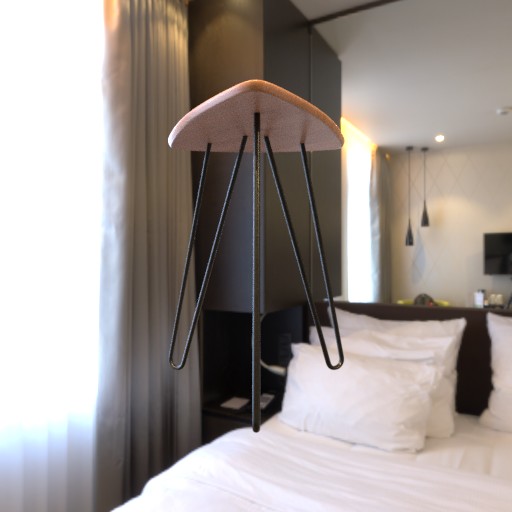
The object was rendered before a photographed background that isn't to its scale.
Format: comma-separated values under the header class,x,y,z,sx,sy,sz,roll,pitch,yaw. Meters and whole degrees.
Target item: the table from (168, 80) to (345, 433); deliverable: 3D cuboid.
class,x,y,z,sx,sy,sz,roll,pitch,yaw
table,0.000,0.000,0.911,0.442,0.564,0.455,0,0,0
